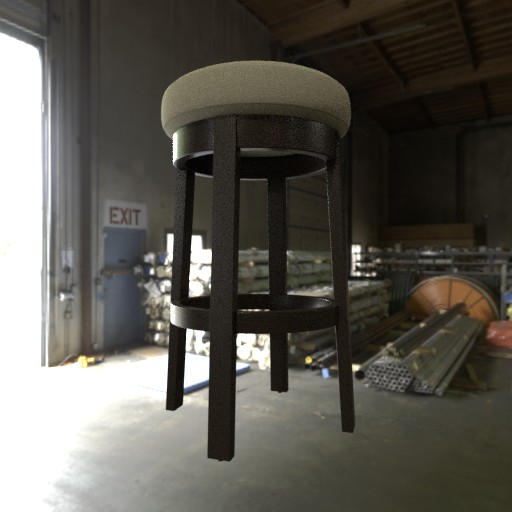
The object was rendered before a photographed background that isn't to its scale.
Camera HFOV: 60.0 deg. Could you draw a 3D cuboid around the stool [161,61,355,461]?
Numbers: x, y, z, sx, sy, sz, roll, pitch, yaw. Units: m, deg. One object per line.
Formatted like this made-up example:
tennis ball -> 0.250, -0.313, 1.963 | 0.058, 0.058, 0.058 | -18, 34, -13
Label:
stool -> 0.000, 0.000, 1.024 | 0.446, 0.758, 0.446 | 0, 0, 0
